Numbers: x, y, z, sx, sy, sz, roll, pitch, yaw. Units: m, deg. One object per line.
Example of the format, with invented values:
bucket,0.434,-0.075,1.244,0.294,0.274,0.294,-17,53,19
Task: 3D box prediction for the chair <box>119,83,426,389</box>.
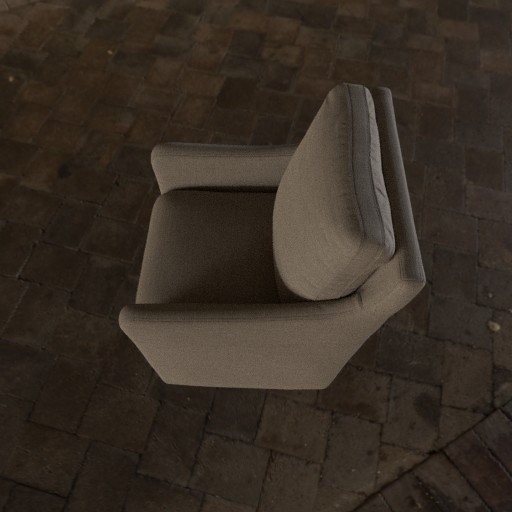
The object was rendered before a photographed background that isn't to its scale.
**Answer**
chair,0.000,0.000,1.362,0.694,0.914,0.626,1,60,1
